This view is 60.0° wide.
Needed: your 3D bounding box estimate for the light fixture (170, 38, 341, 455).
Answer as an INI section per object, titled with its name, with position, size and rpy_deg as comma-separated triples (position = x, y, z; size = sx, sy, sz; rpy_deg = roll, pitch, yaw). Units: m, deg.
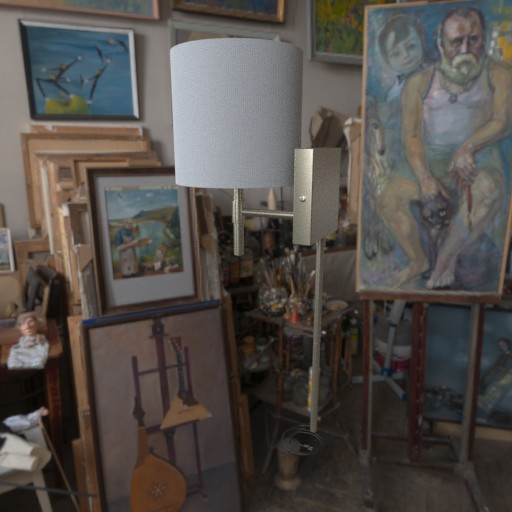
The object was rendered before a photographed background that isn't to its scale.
[light fixture]
position = 0.000, 0.000, 0.691
size = 0.248, 0.589, 0.188
rpy_deg = 7, 16, 25
